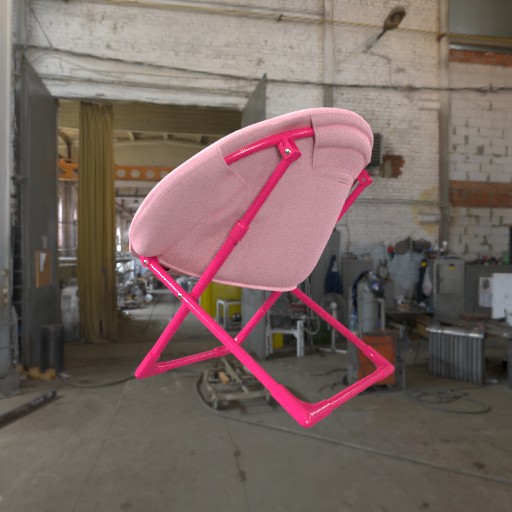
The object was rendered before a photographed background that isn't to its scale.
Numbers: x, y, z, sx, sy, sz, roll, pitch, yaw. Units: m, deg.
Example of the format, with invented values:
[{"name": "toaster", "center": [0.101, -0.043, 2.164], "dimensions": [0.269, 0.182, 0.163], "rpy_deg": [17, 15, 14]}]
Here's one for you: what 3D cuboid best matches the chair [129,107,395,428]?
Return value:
[{"name": "chair", "center": [0.000, 0.000, 0.909], "dimensions": [0.459, 0.494, 0.522], "rpy_deg": [0, 0, 35]}]
